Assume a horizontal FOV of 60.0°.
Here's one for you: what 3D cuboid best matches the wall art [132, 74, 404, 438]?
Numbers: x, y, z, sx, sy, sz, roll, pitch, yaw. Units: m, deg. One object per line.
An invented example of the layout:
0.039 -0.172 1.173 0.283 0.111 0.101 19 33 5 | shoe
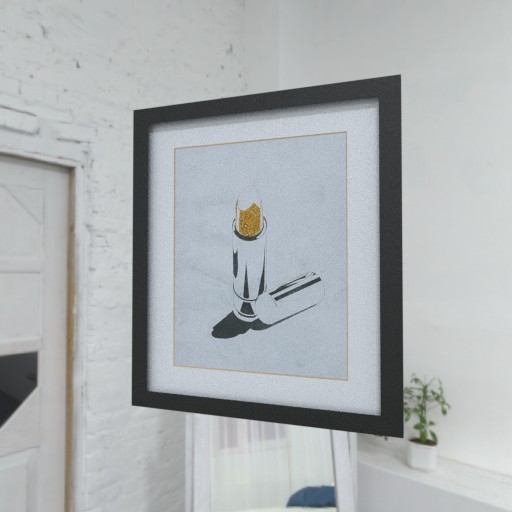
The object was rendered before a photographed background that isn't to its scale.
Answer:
0.000 0.000 0.527 0.330 0.381 0.019 0 -1 19 | wall art
